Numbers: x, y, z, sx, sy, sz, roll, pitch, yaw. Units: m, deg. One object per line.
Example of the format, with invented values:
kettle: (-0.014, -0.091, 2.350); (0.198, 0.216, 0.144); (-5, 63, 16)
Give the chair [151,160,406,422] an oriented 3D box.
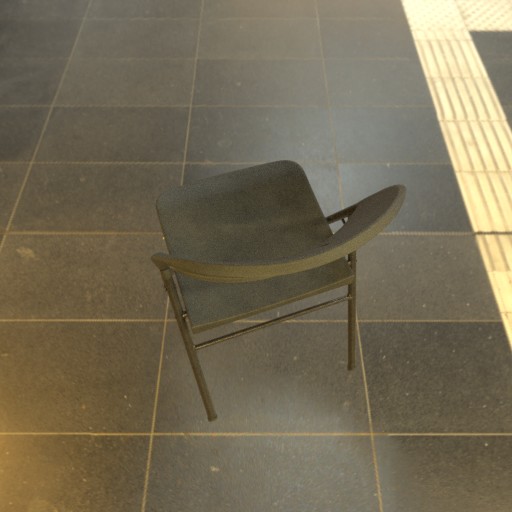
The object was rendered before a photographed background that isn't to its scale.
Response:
chair: (0.000, 0.000, 1.164); (0.494, 0.810, 0.566); (-17, 59, -10)
